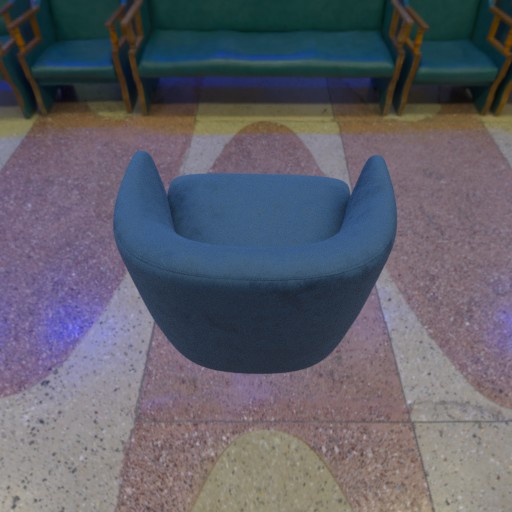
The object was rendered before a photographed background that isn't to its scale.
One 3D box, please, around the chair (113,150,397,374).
[{"bbox_3d":[0.000,0.000,1.385,0.773,0.698,0.767,1,47,1],"label":"chair"}]
